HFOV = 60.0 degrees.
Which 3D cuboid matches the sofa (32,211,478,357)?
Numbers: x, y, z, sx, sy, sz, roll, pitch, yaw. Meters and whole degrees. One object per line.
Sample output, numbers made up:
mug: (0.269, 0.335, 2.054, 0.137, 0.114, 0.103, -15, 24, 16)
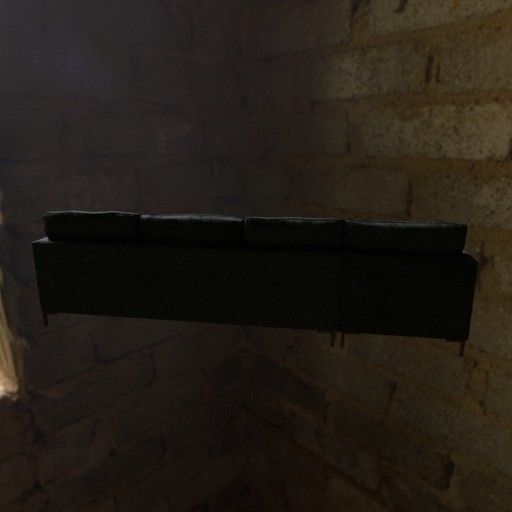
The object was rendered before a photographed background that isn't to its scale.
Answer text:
sofa: (0.000, 0.000, 4.039, 3.400, 0.967, 1.500, 3, 16, 9)
